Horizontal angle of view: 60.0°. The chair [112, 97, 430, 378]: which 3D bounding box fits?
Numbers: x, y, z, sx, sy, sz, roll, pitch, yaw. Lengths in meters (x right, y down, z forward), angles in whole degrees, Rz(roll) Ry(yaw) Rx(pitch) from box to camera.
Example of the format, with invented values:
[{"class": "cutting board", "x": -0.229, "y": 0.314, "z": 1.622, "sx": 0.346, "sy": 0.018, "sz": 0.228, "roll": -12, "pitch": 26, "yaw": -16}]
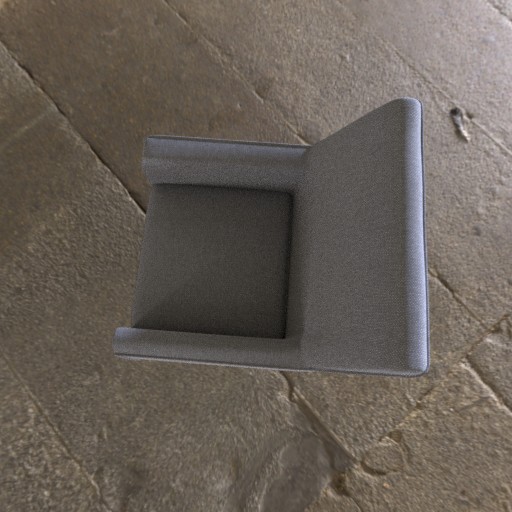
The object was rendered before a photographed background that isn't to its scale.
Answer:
[{"class": "chair", "x": 0.000, "y": 0.000, "z": 1.583, "sx": 0.899, "sy": 0.919, "sz": 0.780, "roll": 4, "pitch": 75, "yaw": 1}]
